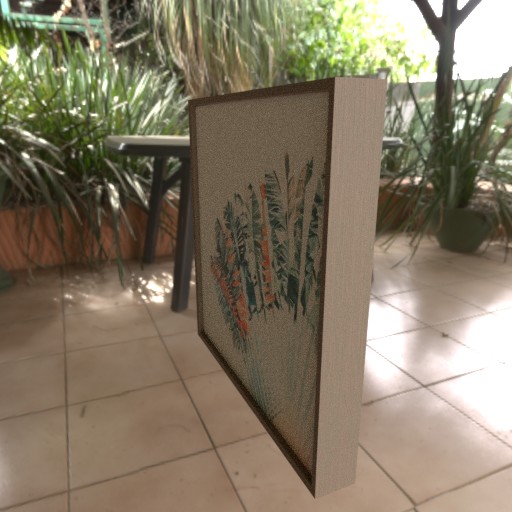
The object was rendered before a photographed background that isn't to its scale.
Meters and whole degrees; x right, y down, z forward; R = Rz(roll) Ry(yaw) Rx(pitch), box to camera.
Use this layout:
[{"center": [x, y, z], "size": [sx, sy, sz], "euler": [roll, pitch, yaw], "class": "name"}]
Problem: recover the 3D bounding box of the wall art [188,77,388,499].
[{"center": [0.000, 0.000, 0.438], "size": [0.038, 0.303, 0.304], "euler": [-7, 18, -23], "class": "wall art"}]
